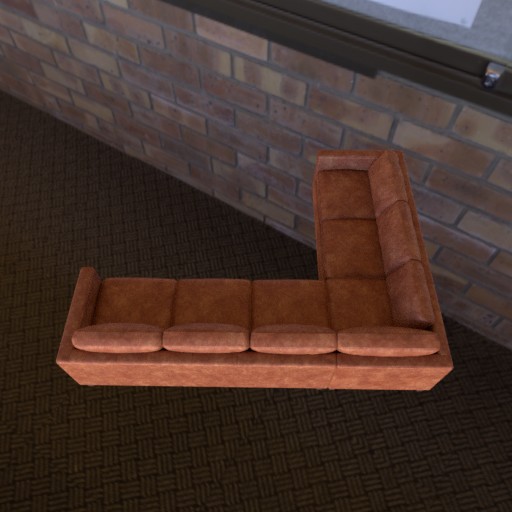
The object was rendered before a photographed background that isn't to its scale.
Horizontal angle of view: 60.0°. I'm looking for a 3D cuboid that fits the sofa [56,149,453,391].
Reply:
[{"bbox_3d":[0.000,0.000,4.385,3.150,0.838,2.438,1,57,0],"label":"sofa"}]
